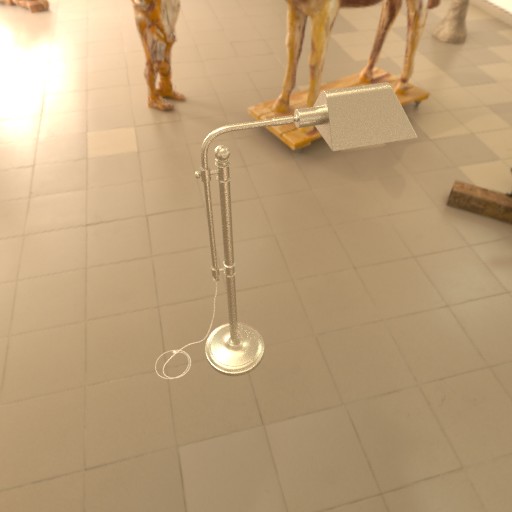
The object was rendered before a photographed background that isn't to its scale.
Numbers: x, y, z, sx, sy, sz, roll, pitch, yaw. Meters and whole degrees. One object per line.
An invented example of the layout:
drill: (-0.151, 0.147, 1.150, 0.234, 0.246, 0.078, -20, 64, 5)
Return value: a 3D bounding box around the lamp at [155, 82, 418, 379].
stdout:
lamp: (0.000, 0.000, 0.954, 0.546, 0.708, 0.159, -11, 48, -10)
